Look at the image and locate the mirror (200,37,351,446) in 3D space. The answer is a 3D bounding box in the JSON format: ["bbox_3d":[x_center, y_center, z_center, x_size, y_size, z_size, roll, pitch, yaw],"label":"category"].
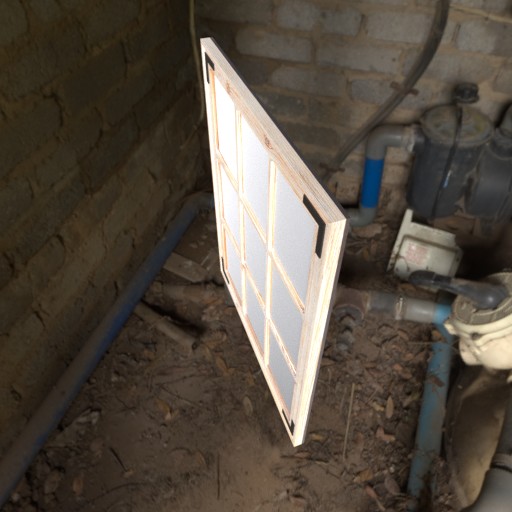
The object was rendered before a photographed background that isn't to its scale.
[{"bbox_3d":[0.000,0.000,1.208,0.032,0.882,0.730,-15,49,-14],"label":"mirror"}]
